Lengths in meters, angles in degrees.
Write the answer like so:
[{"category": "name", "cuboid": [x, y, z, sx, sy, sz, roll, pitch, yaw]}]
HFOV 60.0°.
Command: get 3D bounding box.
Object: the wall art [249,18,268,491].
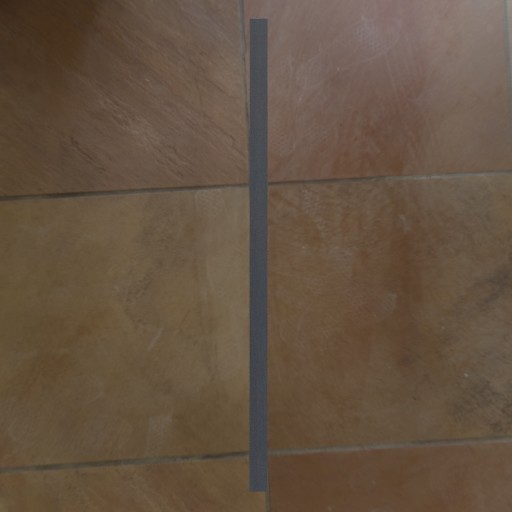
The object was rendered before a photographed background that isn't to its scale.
[{"category": "wall art", "cuboid": [0.000, 0.000, 0.896, 0.026, 0.558, 0.660, 0, 89, -1]}]
